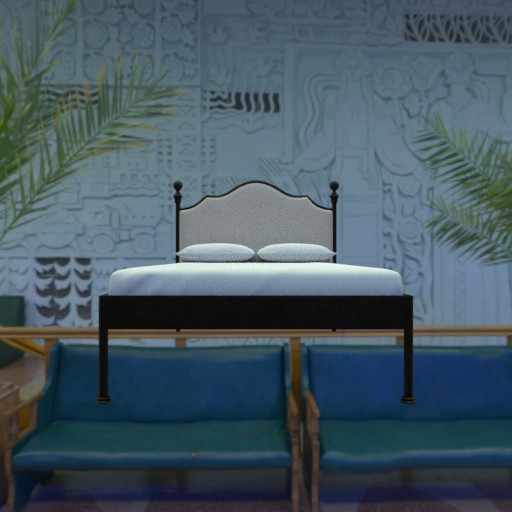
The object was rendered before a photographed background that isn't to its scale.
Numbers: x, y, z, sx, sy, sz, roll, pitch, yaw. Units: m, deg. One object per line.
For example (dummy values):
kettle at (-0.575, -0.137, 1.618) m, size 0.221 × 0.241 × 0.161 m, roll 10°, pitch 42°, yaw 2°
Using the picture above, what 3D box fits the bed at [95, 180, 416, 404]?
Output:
bed at (0.000, 0.000, 3.323) m, size 1.642 × 1.499 × 2.224 m, roll 0°, pitch 0°, yaw 0°
